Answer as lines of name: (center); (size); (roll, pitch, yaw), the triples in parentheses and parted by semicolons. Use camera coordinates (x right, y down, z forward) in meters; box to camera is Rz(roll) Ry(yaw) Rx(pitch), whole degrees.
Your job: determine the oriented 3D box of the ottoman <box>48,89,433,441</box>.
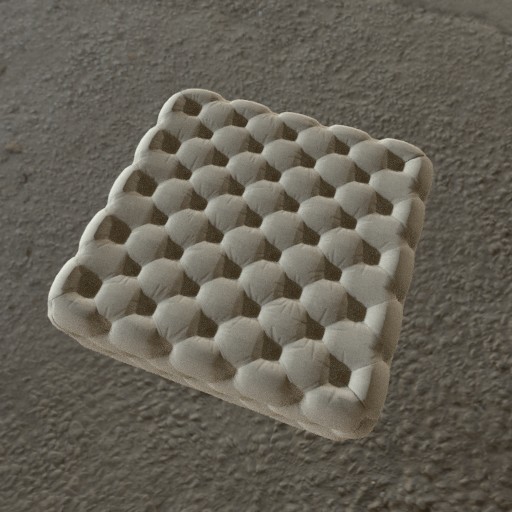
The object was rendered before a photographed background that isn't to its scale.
ottoman: (0.000, 0.000, 1.193); (0.755, 0.376, 0.753); (18, 64, 9)
